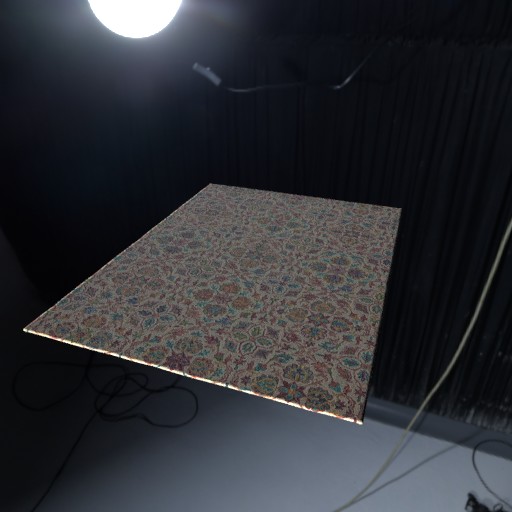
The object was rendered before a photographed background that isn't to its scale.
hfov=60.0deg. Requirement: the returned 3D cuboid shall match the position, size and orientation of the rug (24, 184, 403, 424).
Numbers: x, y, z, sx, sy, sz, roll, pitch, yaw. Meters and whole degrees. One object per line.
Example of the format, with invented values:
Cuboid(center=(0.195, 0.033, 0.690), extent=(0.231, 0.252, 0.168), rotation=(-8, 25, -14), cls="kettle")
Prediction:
Cuboid(center=(0.000, 0.000, 4.174), extent=(2.446, 0.020, 3.215), rotation=(10, 31, 17), cls="rug")
